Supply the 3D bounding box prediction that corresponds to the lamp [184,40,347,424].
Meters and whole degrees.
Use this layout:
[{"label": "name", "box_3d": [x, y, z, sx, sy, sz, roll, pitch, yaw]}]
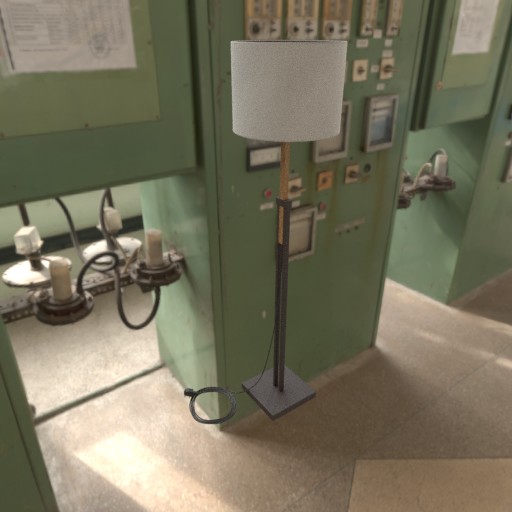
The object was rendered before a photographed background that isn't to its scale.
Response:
[{"label": "lamp", "box_3d": [0.000, 0.000, 1.894, 0.639, 1.650, 0.474, -18, 32, -31]}]
